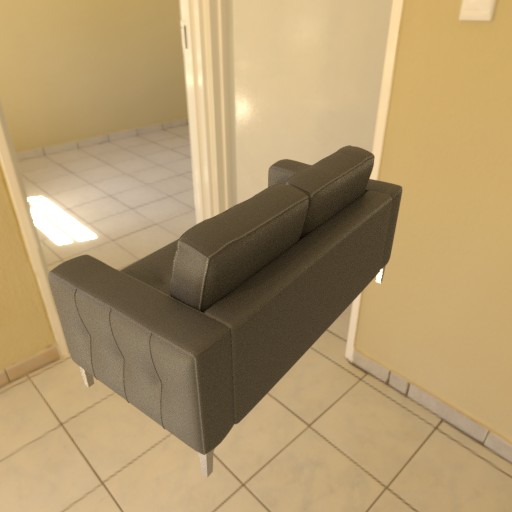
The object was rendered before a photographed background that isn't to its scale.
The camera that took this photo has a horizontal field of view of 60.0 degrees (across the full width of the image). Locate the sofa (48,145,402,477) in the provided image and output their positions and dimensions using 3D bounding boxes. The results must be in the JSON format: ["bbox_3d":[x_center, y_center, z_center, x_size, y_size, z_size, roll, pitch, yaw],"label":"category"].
[{"bbox_3d":[0.000,0.000,2.211,0.833,0.892,1.726,21,37,31],"label":"sofa"}]
